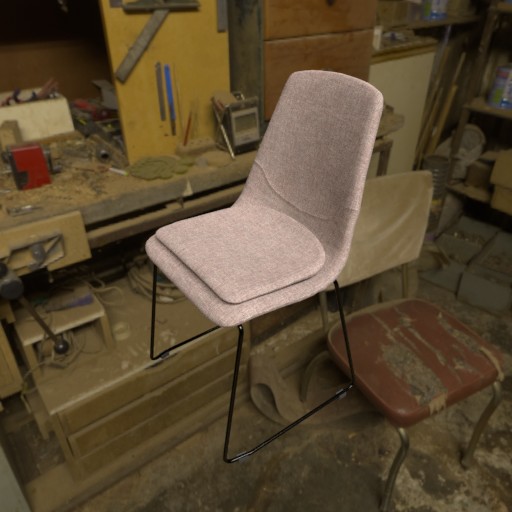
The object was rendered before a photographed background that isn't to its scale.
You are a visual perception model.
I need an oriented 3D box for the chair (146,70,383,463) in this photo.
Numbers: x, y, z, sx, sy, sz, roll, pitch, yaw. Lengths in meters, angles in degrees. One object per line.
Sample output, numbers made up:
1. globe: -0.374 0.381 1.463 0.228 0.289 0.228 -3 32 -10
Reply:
1. chair: 0.000 0.000 1.174 0.518 0.858 0.479 -21 38 -30
